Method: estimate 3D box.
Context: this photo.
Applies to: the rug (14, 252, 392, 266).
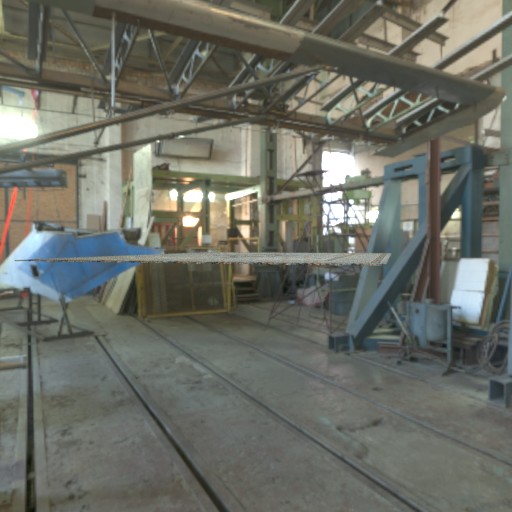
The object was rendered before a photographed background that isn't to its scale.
[{"bbox_3d":[0.000,0.000,4.109,2.379,0.011,3.221,0,2,17],"label":"rug"}]
